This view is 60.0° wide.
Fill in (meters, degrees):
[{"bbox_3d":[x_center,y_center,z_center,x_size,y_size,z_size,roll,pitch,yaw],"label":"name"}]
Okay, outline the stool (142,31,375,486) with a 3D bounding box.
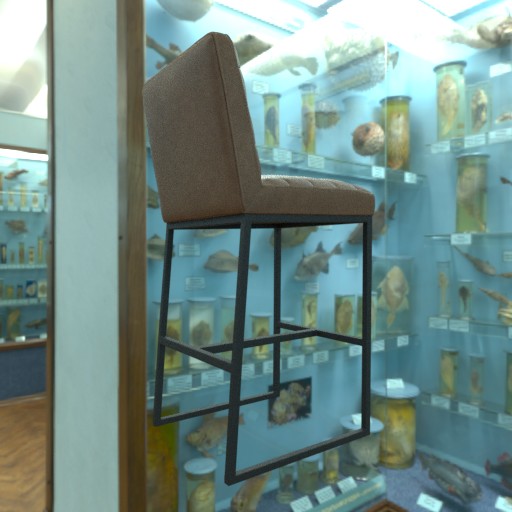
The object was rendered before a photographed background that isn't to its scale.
[{"bbox_3d":[0.000,0.000,1.315,0.556,1.040,0.458,0,1,-36],"label":"stool"}]
